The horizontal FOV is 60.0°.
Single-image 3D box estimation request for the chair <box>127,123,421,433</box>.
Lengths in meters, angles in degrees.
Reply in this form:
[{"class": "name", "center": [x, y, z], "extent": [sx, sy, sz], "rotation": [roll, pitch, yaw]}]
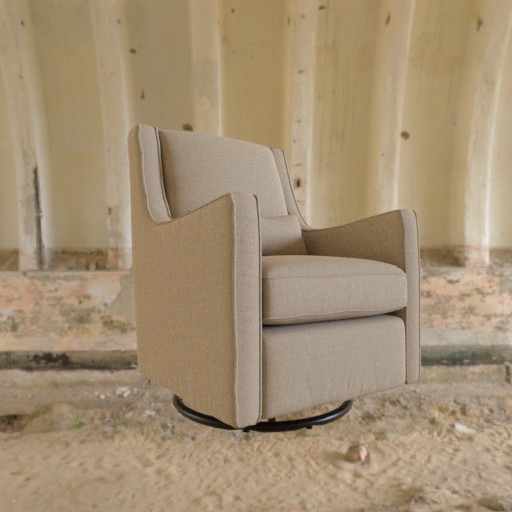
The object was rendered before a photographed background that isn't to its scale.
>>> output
[{"class": "chair", "center": [0.000, 0.000, 1.569], "extent": [0.732, 0.993, 0.879], "rotation": [0, 0, -35]}]
